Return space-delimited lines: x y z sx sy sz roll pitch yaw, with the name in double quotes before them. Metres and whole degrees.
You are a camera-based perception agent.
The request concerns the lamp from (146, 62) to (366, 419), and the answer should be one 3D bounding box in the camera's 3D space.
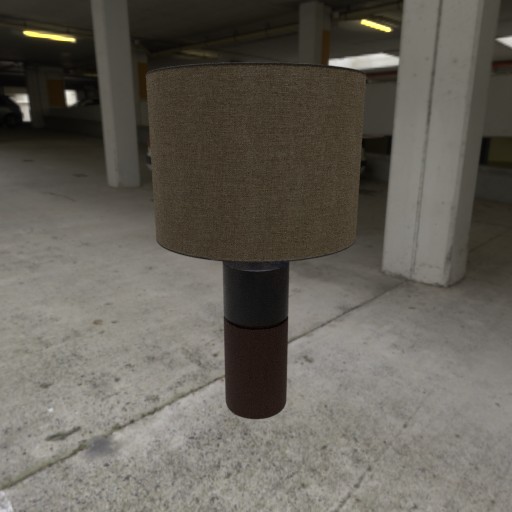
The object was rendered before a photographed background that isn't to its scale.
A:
"lamp" 0.000 0.000 0.465 0.202 0.350 0.202 0 16 0
